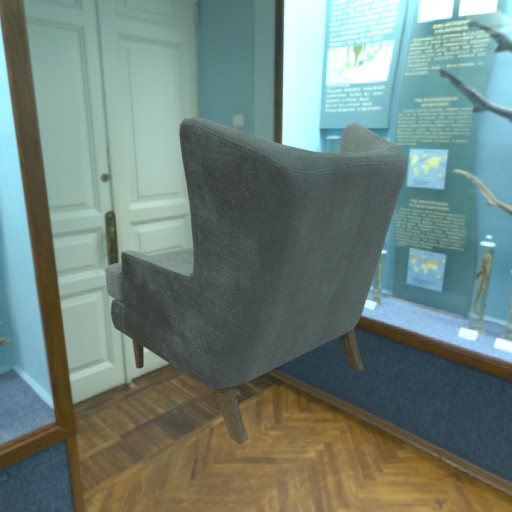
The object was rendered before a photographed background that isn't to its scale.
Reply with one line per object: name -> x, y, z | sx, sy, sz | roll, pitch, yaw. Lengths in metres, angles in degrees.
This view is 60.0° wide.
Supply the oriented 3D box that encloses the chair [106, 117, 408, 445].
chair -> 0.000, 0.000, 1.638 | 0.784, 0.950, 0.906 | -14, 20, -42
